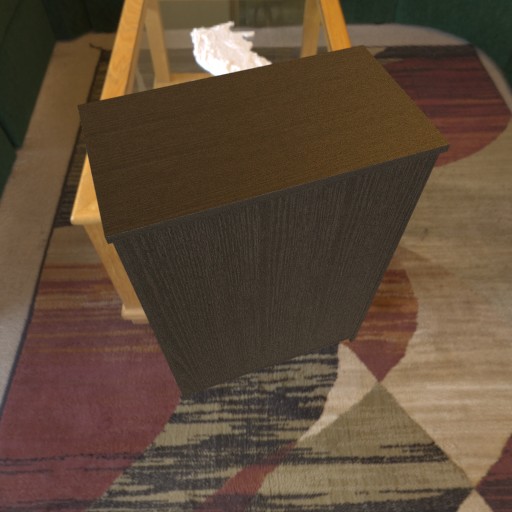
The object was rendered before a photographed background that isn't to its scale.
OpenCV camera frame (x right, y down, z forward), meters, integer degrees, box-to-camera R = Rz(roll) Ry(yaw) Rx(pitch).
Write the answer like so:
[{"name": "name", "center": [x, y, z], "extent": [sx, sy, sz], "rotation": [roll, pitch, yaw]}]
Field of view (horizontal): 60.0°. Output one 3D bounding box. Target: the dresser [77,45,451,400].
[{"name": "dresser", "center": [0.000, 0.000, 1.367], "extent": [0.704, 1.020, 0.399], "rotation": [-17, 57, -11]}]
